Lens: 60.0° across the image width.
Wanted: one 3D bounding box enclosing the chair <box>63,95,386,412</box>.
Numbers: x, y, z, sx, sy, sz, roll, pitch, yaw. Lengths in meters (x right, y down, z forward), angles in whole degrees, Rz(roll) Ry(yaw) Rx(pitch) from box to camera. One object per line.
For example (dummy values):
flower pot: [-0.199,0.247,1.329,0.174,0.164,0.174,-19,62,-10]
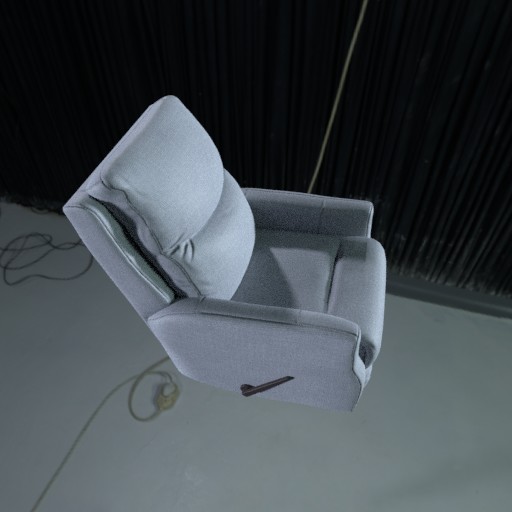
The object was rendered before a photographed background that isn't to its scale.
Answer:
chair: [0.000,0.000,1.788,1.080,1.030,0.829,10,47,10]
